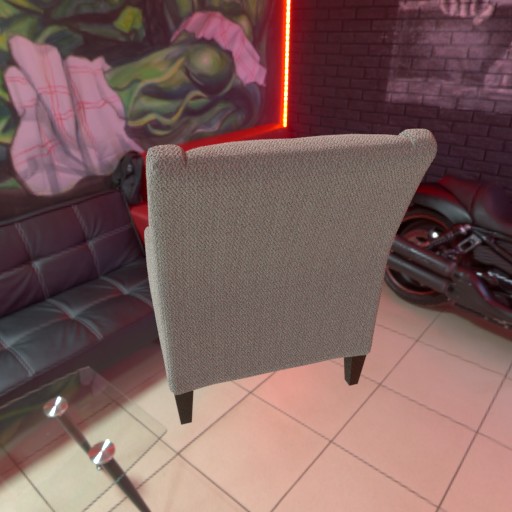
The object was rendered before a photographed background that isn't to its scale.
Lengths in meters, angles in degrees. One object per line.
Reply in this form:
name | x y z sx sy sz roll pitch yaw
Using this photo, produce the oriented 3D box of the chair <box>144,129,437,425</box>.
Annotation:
chair | 0.000 0.000 1.641 0.774 1.014 0.870 -8 27 -15
